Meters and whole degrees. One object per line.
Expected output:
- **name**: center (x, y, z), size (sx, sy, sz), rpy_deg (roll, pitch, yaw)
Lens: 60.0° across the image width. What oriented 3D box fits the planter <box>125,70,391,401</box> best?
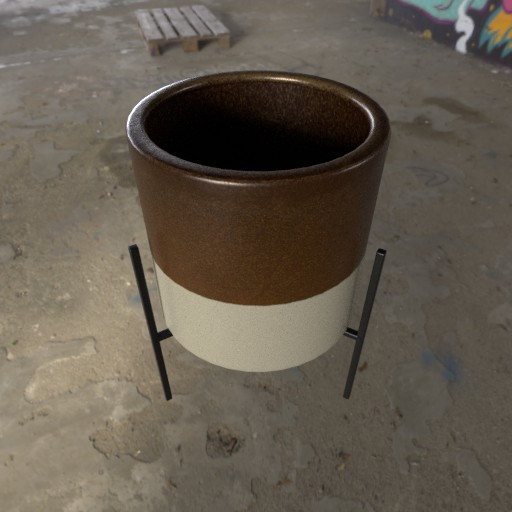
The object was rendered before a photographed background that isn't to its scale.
- **planter**: center (0.000, 0.000, 0.548), size (0.255, 0.375, 0.269), rpy_deg (-1, 41, -1)
